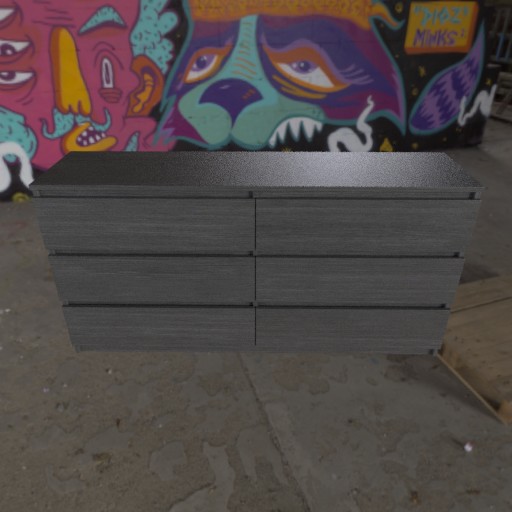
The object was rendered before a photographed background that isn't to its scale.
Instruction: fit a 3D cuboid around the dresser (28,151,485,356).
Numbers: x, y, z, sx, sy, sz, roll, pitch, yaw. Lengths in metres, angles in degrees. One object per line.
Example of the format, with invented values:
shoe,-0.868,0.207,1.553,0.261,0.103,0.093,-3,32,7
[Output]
dresser,0.000,0.000,1.915,1.590,0.795,0.400,0,30,1
